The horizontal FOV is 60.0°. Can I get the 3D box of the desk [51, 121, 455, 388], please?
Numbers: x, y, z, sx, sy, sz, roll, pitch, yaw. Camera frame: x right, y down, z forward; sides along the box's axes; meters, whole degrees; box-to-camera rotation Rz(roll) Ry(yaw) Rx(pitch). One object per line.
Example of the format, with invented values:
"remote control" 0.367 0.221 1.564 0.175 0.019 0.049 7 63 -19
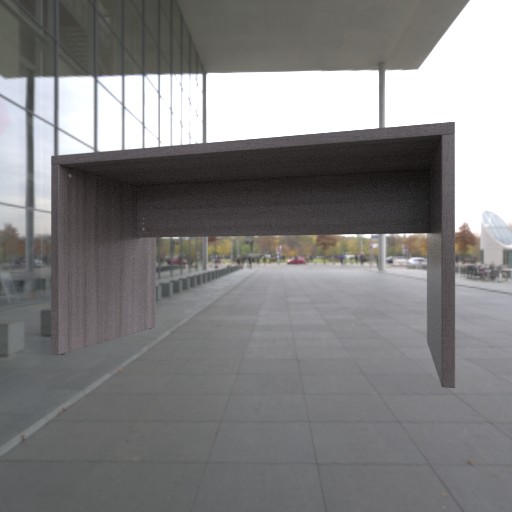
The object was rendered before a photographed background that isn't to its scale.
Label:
"desk" 0.000 0.000 1.765 1.380 0.745 0.690 0 0 18
